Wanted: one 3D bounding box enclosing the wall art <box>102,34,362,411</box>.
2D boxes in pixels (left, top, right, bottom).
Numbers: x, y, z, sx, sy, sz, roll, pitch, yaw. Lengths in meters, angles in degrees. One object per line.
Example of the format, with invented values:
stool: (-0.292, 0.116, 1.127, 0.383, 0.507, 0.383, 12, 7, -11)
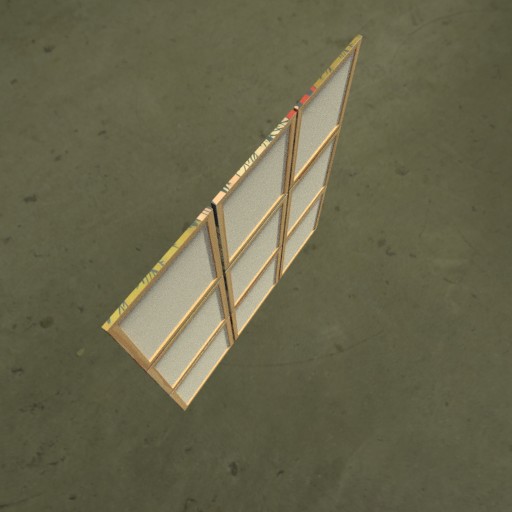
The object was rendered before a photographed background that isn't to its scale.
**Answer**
wall art: (0.000, 0.000, 1.321, 0.013, 0.913, 0.904, 31, 67, 15)
